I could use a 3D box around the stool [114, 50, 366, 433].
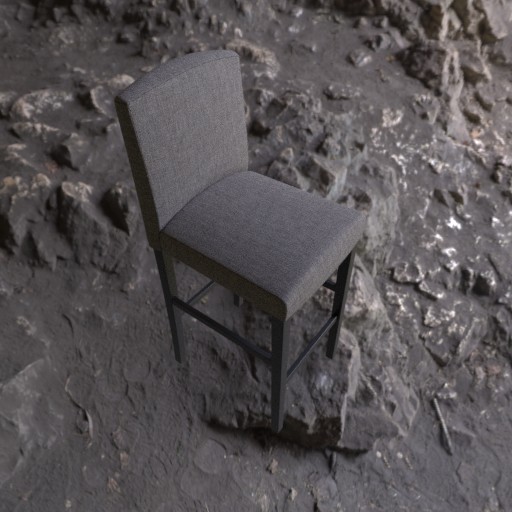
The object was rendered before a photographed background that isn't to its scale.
[{"bbox_3d":[0.000,0.000,1.441,0.552,1.138,0.451,27,49,26],"label":"stool"}]
